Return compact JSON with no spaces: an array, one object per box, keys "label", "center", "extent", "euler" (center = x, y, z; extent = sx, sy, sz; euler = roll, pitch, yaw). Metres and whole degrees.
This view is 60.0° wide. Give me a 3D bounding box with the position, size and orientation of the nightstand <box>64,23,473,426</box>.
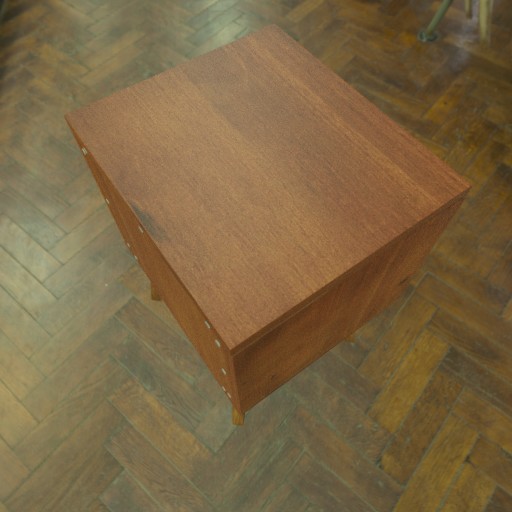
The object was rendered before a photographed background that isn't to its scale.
[{"label":"nightstand","center":[0.000,0.000,0.912],"extent":[0.411,0.618,0.460],"euler":[-32,65,-17]}]
